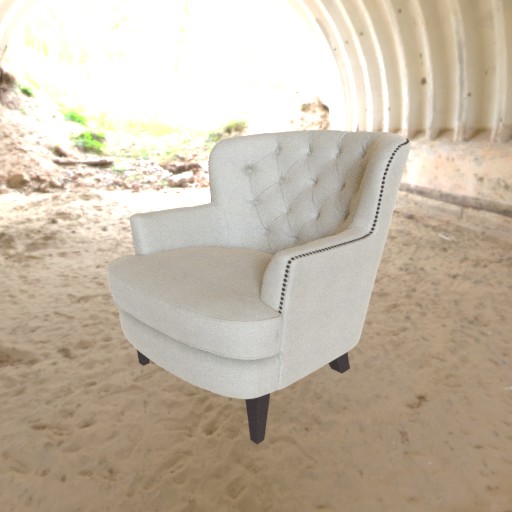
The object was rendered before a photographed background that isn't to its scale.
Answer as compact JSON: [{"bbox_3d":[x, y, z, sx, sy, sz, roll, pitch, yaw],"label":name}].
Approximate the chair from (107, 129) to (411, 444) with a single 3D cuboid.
[{"bbox_3d":[0.000,0.000,1.576,0.906,0.868,0.848,-15,21,-42],"label":"chair"}]
